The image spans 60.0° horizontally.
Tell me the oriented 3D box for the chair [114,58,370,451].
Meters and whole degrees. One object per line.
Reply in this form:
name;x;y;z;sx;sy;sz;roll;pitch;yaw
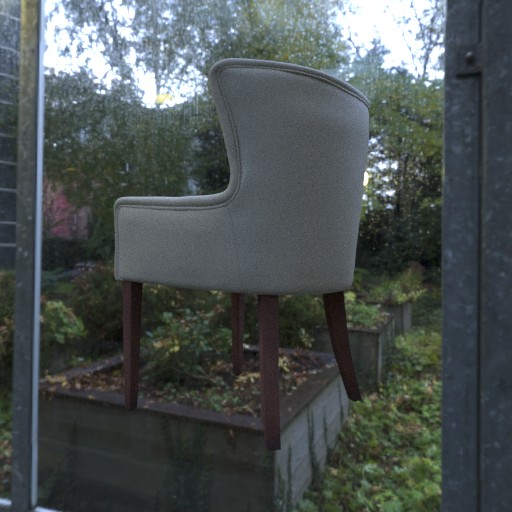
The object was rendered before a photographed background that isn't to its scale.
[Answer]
chair;0.000;0.000;1.407;0.686;0.952;0.660;0;-1;37
